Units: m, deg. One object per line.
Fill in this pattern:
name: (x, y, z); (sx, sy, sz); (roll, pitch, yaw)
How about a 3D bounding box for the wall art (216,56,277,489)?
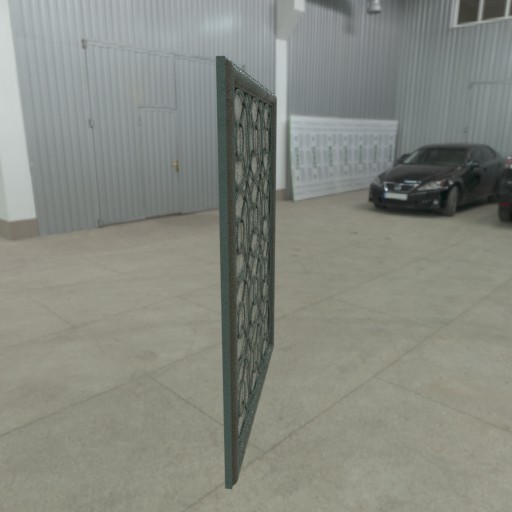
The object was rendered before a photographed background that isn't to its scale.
wall art: (0.000, 0.000, 1.327); (0.030, 0.983, 0.767); (2, 15, 9)
